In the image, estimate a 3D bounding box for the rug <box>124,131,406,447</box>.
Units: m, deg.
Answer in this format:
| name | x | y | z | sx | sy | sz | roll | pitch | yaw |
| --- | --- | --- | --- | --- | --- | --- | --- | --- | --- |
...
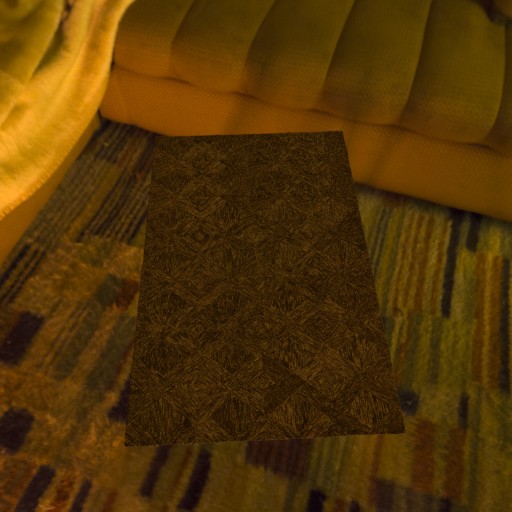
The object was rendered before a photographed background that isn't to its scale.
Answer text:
| name | x | y | z | sx | sy | sz | roll | pitch | yaw |
| --- | --- | --- | --- | --- | --- | --- | --- | --- | --- |
| rug | 0.000 | 0.000 | 2.321 | 1.189 | 0.011 | 1.808 | -2 | 59 | -1 |
